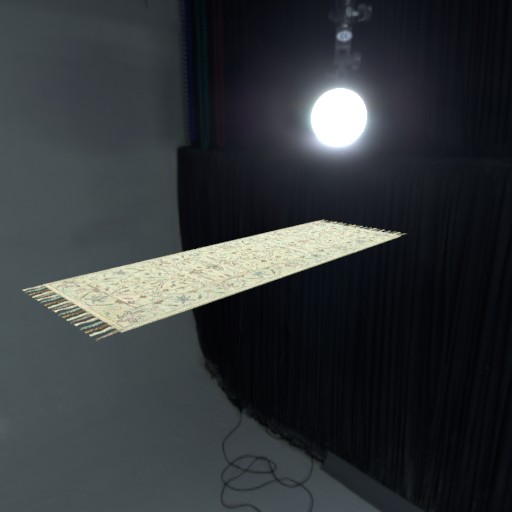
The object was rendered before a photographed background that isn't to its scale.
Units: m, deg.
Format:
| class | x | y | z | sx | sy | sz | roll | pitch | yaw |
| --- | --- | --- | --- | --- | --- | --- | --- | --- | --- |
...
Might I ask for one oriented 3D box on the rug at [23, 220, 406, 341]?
| class | x | y | z | sx | sy | sz | roll | pitch | yaw |
| --- | --- | --- | --- | --- | --- | --- | --- | --- | --- |
| rug | 0.000 | 0.000 | 2.711 | 0.769 | 0.013 | 2.440 | 15 | 22 | 42 |
